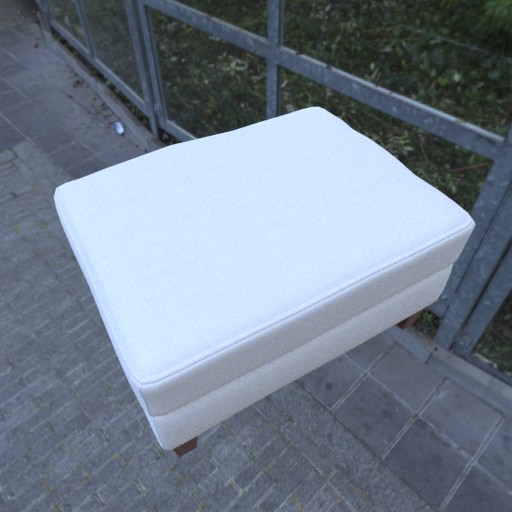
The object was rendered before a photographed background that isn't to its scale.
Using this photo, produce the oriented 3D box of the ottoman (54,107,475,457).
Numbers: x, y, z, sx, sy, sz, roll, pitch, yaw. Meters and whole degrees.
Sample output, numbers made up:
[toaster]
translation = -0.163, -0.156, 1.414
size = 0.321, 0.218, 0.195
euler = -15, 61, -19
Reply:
[ottoman]
translation = 0.000, 0.000, 1.165
size = 0.818, 0.479, 0.634
euler = -23, 51, -20
